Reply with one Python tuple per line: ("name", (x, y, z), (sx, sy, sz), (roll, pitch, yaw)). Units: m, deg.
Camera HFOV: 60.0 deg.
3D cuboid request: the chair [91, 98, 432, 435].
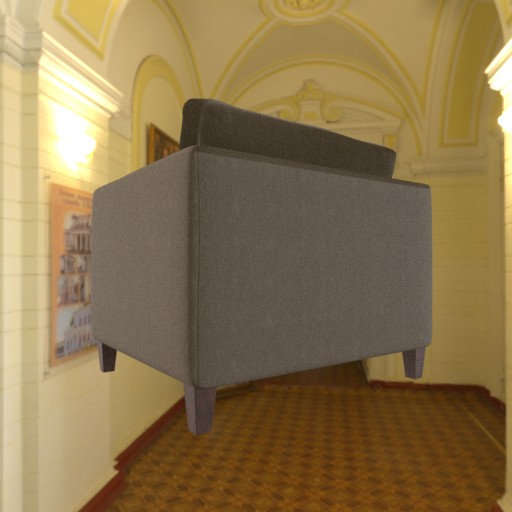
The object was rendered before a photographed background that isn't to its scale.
("chair", (0.000, 0.000, 1.824), (1.107, 0.963, 0.959), (1, -1, -36))
